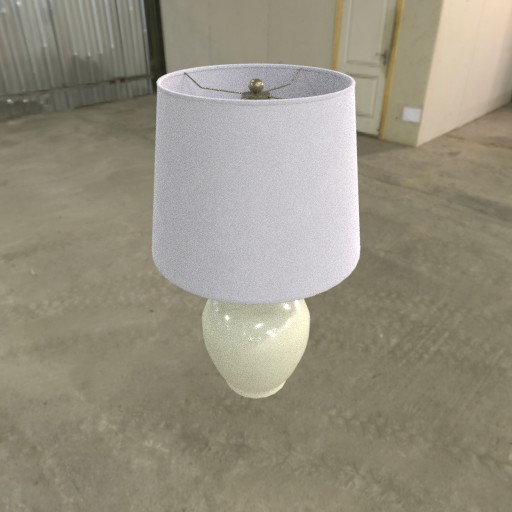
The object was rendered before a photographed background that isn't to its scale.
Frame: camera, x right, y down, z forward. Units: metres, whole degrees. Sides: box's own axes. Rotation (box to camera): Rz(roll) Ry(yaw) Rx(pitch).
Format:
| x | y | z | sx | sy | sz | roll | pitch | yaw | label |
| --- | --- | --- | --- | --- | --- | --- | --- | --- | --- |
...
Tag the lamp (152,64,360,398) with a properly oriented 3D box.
| x | y | z | sx | sy | sz | roll | pitch | yaw | label |
| --- | --- | --- | --- | --- | --- | --- | --- | --- | --- |
| 0.000 | 0.000 | 0.530 | 0.239 | 0.399 | 0.239 | 0 | 32 | 0 | lamp |
